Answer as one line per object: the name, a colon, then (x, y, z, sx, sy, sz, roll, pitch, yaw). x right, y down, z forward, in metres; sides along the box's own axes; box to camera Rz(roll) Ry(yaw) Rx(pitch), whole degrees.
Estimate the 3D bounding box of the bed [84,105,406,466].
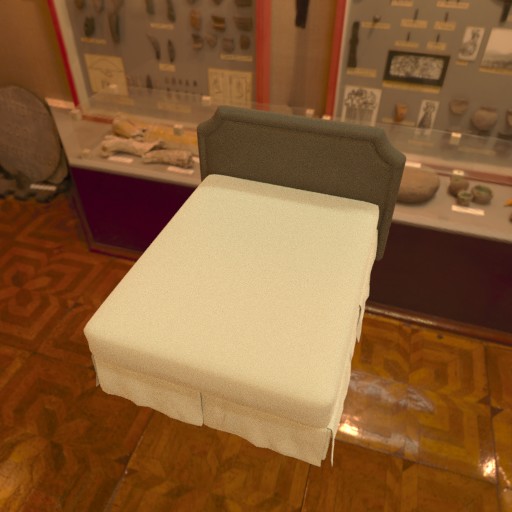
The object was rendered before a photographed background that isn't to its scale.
bed: (0.000, 0.000, 3.291, 1.831, 1.297, 2.181, 13, 43, 14)
